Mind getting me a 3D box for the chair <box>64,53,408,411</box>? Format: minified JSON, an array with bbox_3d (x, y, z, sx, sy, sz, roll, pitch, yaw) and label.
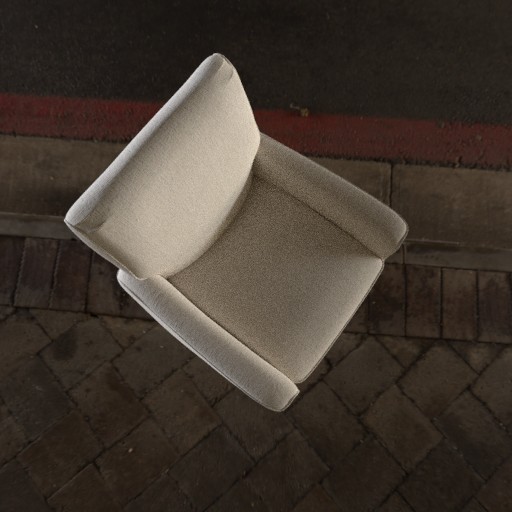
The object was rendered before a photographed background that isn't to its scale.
[{"bbox_3d":[0.000,0.000,1.669,0.858,1.028,0.841,36,78,8],"label":"chair"}]
